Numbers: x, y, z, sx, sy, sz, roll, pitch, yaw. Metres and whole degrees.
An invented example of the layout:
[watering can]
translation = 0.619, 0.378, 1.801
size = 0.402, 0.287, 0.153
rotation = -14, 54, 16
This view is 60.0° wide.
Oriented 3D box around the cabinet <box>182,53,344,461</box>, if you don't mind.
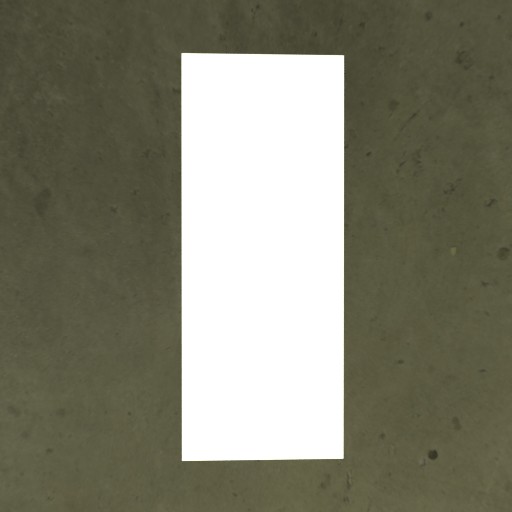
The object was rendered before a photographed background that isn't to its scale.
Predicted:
[cabinet]
translation = 0.000, 0.000, 1.688
size = 0.400, 1.190, 1.000
rotation = 0, 90, -2
